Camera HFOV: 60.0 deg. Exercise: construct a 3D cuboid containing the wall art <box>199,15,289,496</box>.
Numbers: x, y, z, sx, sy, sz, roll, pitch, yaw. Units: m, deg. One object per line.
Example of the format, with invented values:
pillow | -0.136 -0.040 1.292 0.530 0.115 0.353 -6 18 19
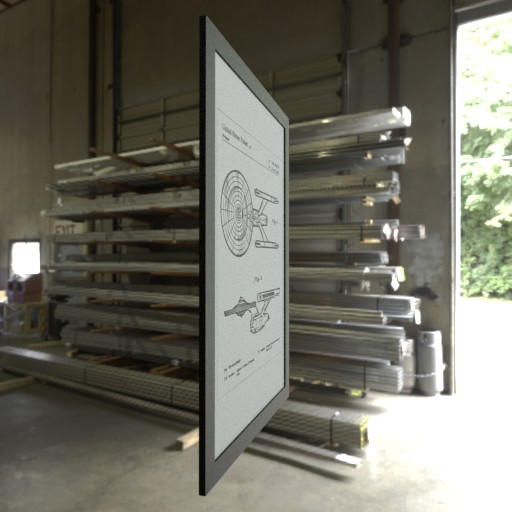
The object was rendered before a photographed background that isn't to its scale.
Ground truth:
wall art | 0.000 0.000 0.668 0.008 0.530 0.379 0 -1 18
